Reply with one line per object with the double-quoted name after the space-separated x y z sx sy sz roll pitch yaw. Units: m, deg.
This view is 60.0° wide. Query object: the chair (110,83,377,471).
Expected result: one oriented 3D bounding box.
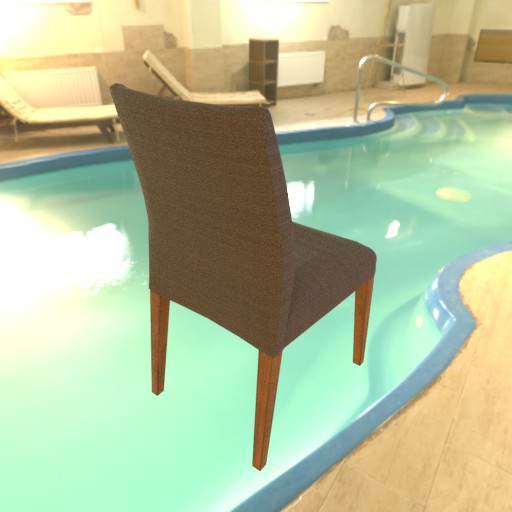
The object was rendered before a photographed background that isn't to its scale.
0.000 0.000 1.248 0.496 0.940 0.585 22 37 33 "chair"
